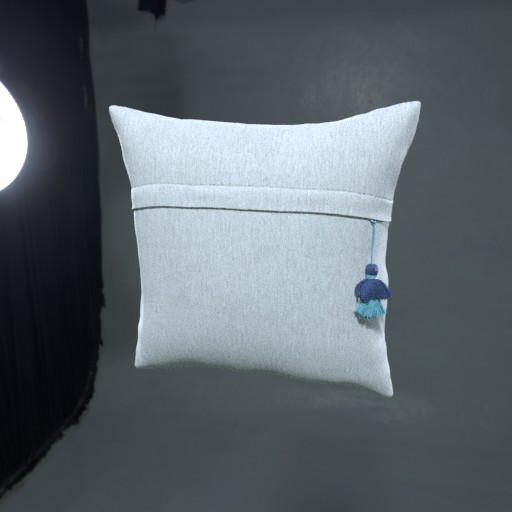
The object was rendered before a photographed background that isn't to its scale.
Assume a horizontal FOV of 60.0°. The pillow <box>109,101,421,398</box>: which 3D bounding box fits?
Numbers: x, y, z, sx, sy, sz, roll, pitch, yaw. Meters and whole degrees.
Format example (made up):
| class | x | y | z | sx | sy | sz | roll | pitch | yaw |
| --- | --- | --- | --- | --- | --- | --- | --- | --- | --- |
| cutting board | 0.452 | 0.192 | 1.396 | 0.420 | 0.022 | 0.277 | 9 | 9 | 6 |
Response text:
| class | x | y | z | sx | sy | sz | roll | pitch | yaw |
| --- | --- | --- | --- | --- | --- | --- | --- | --- | --- |
| pillow | 0.000 | 0.000 | 0.671 | 0.433 | 0.436 | 0.173 | 3 | 15 | 11 |
